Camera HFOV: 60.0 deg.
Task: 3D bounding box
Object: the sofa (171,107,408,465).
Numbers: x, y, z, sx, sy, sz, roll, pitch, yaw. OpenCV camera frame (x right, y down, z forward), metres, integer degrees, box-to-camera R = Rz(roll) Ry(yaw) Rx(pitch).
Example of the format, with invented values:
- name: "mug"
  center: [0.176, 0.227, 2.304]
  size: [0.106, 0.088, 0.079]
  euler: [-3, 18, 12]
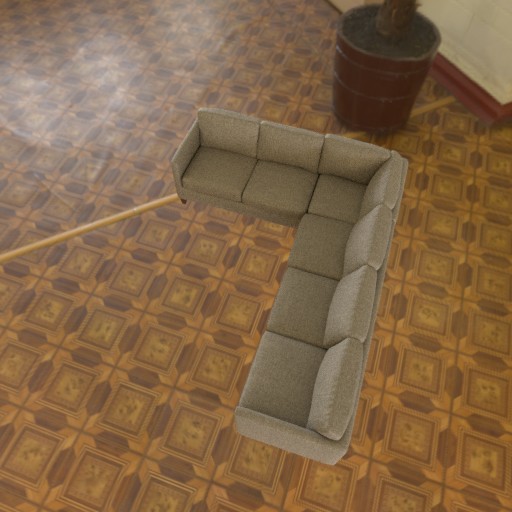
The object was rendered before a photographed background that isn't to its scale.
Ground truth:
- name: "sofa"
  center: [0.000, 0.000, 4.587]
  size: [2.593, 0.947, 3.302]
  euler: [16, 58, 10]
